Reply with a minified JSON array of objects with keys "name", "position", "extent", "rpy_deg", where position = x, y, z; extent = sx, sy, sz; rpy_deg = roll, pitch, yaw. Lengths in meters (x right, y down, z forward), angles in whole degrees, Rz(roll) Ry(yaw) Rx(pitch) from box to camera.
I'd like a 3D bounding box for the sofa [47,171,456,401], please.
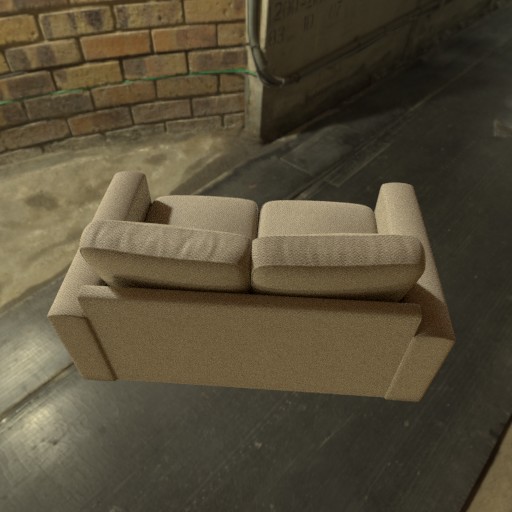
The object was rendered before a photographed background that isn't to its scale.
[{"name":"sofa","position":[0.000,0.000,2.160],"extent":[1.616,0.873,1.016],"rpy_deg":[3,47,3]}]
